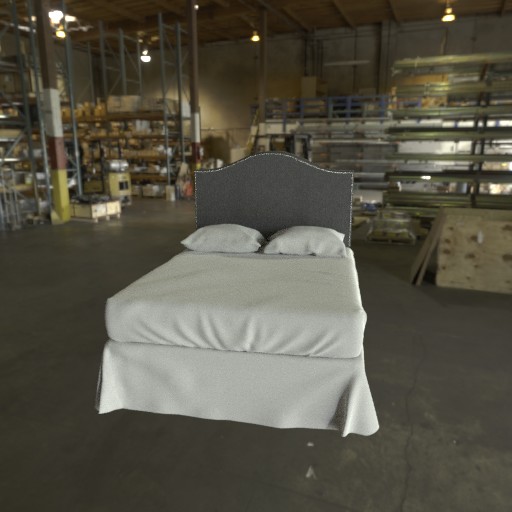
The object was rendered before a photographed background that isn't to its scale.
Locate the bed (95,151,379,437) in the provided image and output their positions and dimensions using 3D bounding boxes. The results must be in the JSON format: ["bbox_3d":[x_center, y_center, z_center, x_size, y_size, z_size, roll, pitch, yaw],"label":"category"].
[{"bbox_3d":[0.000,0.000,3.550,1.876,1.645,2.221,2,13,10],"label":"bed"}]
